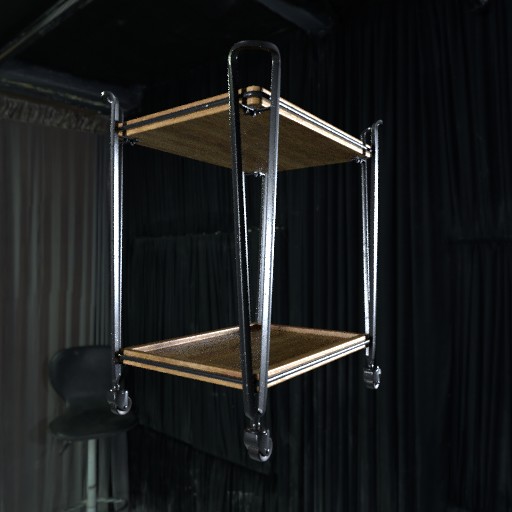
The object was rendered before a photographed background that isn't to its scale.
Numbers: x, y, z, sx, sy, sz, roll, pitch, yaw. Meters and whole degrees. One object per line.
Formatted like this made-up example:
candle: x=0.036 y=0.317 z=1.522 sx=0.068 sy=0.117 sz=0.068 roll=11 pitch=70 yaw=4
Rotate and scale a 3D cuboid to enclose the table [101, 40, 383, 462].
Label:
table: x=0.000 y=0.000 z=1.204 sx=0.505 sy=0.785 sz=0.672 roll=0 pitch=0 yaw=36
